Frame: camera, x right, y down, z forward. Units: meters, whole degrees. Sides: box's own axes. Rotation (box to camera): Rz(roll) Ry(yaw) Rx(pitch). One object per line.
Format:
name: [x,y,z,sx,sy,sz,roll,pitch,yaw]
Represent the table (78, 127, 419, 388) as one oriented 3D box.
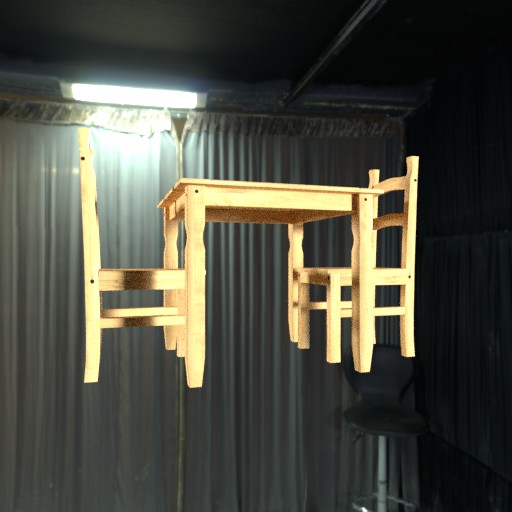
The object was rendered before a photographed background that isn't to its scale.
table: [0.000,0.000,2.035,1.501,0.942,0.813,0,0,-18]
